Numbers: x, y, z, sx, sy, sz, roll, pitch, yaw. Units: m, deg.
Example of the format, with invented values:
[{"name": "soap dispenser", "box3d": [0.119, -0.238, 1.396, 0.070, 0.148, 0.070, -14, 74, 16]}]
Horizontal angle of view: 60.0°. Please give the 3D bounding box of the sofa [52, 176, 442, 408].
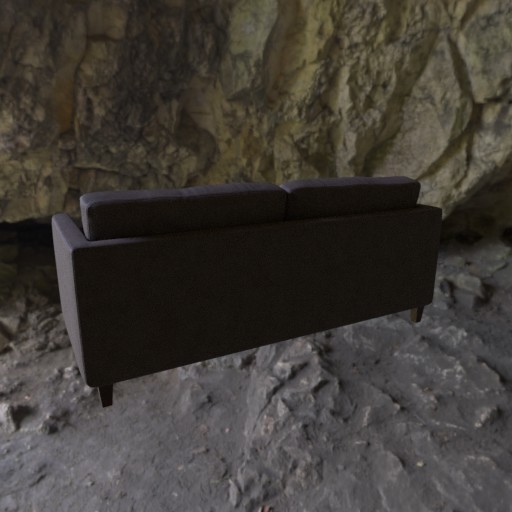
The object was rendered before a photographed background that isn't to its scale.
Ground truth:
[{"name": "sofa", "box3d": [0.000, 0.000, 2.734, 2.208, 0.965, 0.951, -8, 17, -27]}]
